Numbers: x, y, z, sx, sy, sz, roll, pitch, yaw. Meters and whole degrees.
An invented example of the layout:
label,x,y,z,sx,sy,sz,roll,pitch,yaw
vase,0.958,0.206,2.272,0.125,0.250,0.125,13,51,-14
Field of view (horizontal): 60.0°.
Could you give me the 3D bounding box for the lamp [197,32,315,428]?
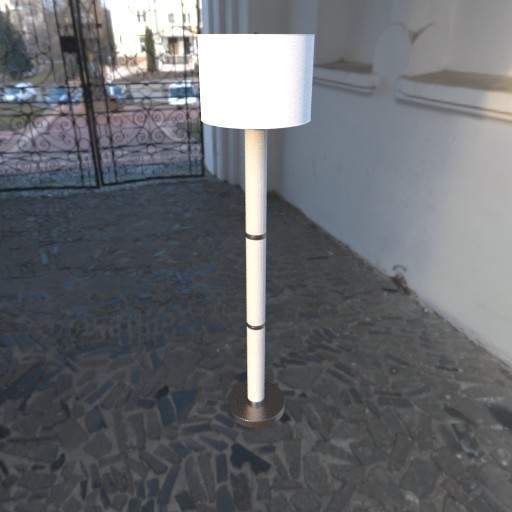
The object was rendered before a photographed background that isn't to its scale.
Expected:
label,x,y,z,sx,sy,sz,roll,pitch,yaw
lamp,0.000,0.000,1.775,0.377,1.599,0.377,-1,26,-2
